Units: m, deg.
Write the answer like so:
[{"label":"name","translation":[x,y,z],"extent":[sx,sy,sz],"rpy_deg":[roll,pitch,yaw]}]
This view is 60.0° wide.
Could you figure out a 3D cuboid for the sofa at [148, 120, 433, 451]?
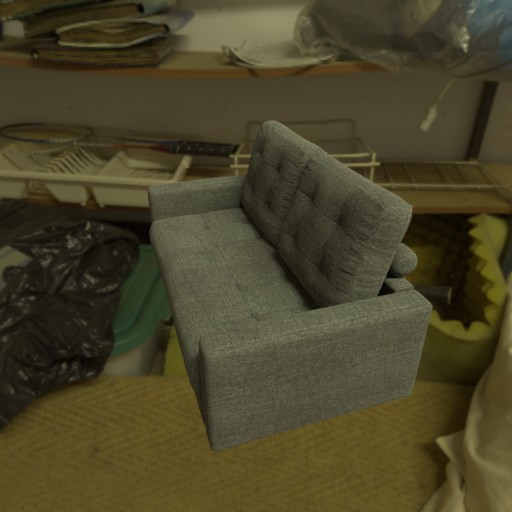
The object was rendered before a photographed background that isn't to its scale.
[{"label":"sofa","translation":[0.000,0.000,1.992],"extent":[0.842,0.907,1.407],"rpy_deg":[-10,31,-16]}]
